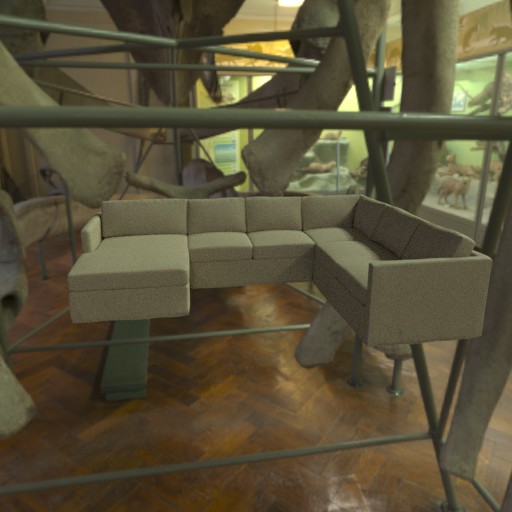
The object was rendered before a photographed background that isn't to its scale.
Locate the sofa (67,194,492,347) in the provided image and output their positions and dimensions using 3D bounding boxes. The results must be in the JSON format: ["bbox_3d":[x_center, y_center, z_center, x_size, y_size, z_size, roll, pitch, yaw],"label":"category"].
[{"bbox_3d":[0.000,0.000,4.497,3.528,0.878,2.476,-3,17,-9],"label":"sofa"}]
